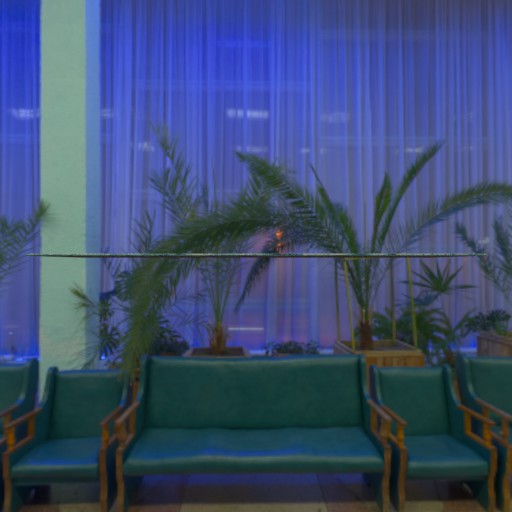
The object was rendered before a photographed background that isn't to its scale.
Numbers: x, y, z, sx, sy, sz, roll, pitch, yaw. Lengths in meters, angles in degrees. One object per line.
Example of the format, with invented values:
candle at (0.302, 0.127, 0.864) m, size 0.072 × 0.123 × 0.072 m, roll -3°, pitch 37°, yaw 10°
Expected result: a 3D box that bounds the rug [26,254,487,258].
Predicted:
rug at (0.000, 0.000, 2.710) m, size 2.435 × 0.011 × 0.750 m, roll 0°, pitch -1°, yaw 0°
